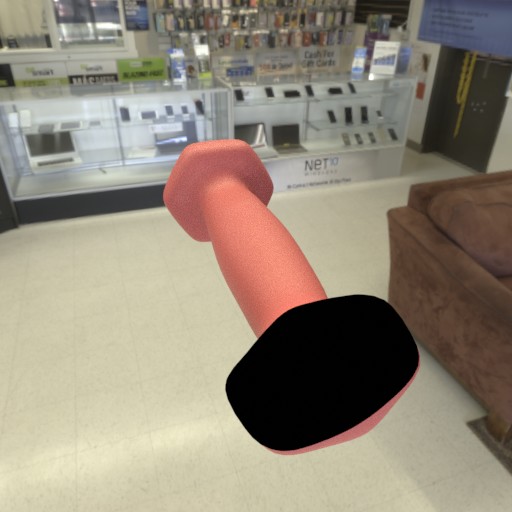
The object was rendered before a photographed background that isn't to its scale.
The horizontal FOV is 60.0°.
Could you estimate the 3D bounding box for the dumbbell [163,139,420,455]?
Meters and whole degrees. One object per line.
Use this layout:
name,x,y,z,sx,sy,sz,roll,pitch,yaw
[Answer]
dumbbell,0.000,0.000,0.143,0.047,0.043,0.123,-9,33,-14
